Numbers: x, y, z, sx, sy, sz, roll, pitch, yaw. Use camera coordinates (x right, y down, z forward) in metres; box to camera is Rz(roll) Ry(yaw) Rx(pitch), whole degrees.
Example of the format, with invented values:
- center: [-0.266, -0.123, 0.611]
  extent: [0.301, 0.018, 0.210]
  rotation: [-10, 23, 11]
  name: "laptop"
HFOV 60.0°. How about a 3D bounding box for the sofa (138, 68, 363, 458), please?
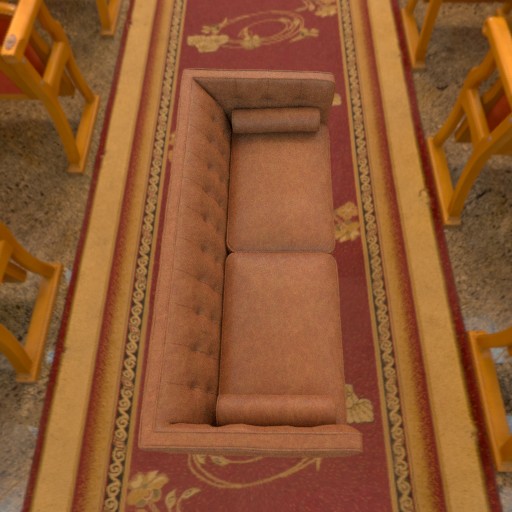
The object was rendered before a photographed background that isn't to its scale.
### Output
- center: [0.000, 0.000, 2.518]
  extent: [0.912, 0.798, 2.079]
  rotation: [1, 65, 0]
  name: "sofa"
